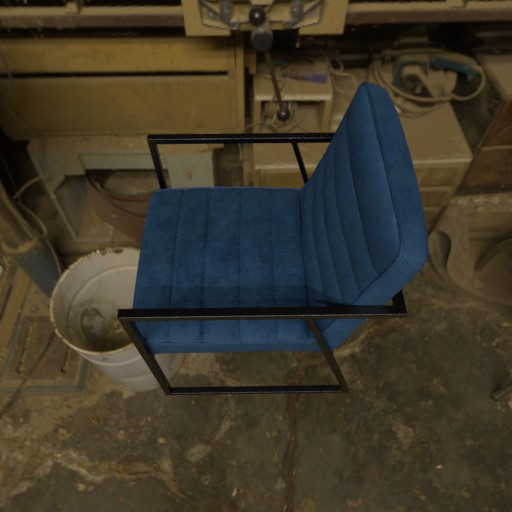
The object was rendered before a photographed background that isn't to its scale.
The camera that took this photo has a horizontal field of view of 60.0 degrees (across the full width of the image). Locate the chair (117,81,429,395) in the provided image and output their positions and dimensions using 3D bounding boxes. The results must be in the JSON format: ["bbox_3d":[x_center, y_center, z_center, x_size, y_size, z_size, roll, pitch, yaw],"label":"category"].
[{"bbox_3d":[0.000,0.000,1.286,0.677,0.833,0.571,0,58,0],"label":"chair"}]
